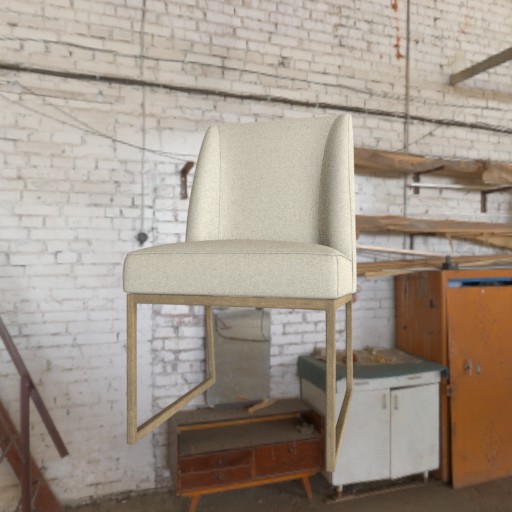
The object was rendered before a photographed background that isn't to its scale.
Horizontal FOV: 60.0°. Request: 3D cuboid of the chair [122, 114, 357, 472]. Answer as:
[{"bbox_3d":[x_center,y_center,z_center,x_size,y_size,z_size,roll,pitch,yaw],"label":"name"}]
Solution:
[{"bbox_3d":[0.000,0.000,1.188,0.508,0.863,0.522,0,0,16],"label":"chair"}]
